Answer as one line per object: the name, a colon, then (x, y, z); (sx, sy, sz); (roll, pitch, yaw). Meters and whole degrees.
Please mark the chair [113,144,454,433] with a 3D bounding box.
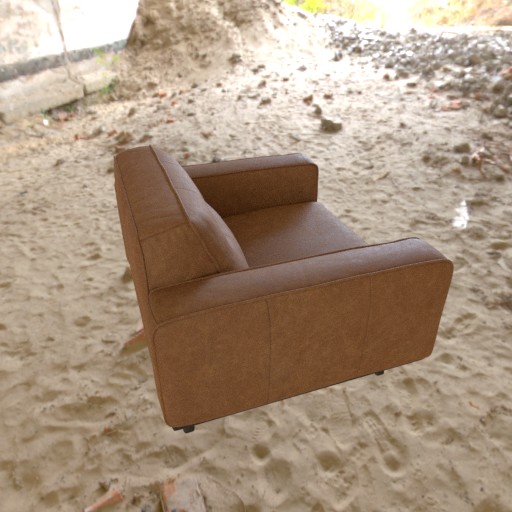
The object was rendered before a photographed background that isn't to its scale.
chair: (0.000, 0.000, 1.748); (0.952, 0.782, 1.118); (-11, 33, -17)
